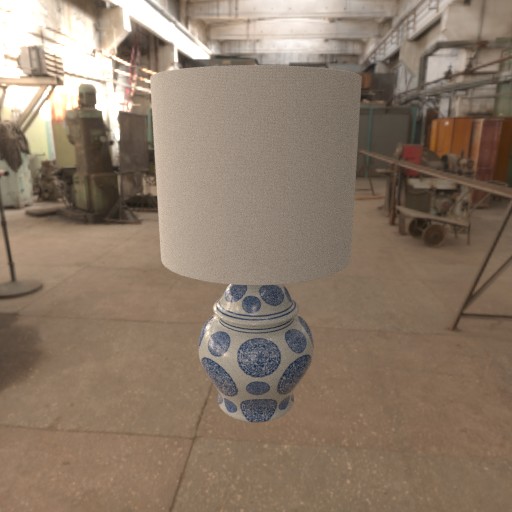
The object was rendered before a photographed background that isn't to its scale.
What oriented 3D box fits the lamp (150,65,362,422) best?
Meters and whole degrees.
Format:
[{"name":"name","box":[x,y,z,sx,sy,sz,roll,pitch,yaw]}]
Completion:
[{"name":"lamp","box":[0.000,0.000,0.513,0.215,0.381,0.215,2,16,7]}]
